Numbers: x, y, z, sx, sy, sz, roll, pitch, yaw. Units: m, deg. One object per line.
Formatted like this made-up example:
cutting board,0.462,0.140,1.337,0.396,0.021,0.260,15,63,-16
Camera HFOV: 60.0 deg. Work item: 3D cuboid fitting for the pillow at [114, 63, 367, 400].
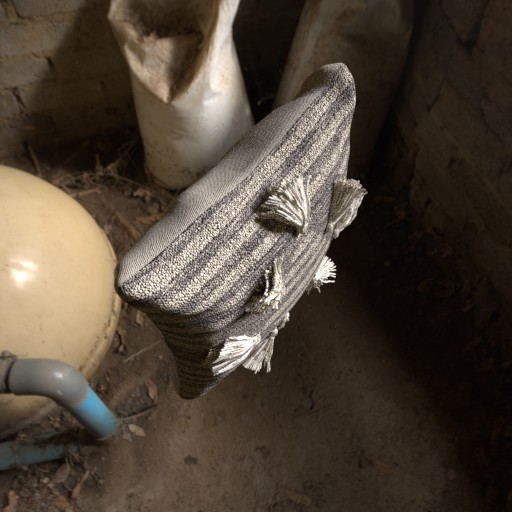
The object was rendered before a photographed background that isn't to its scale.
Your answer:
pillow,0.000,0.000,0.778,0.234,0.490,0.484,32,65,17
